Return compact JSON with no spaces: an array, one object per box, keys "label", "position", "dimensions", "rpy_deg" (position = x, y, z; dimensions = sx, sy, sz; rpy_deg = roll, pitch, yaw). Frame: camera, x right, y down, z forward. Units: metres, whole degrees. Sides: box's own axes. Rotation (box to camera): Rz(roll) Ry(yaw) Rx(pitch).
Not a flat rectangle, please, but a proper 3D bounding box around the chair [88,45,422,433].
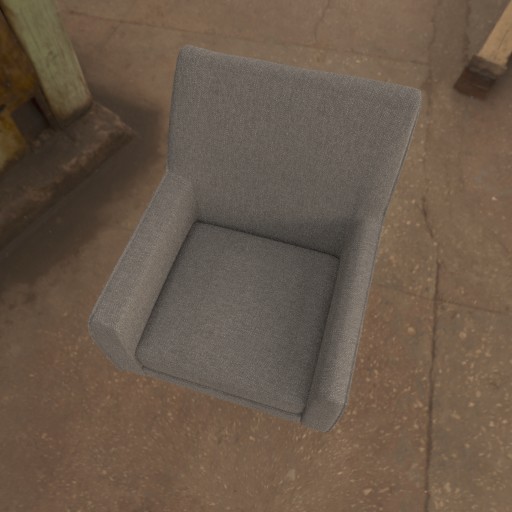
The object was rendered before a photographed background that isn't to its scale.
[{"label":"chair","position":[0.000,0.000,1.529],"dimensions":[0.780,0.919,0.899],"rpy_deg":[15,60,9]}]
